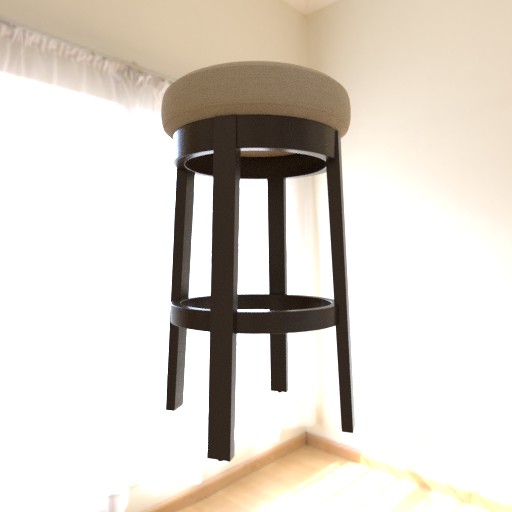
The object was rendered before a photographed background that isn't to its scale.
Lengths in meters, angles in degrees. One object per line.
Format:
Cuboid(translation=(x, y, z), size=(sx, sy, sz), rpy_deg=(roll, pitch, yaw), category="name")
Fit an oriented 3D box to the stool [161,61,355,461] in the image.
Cuboid(translation=(0.000, 0.000, 1.024), size=(0.446, 0.758, 0.446), rpy_deg=(0, 0, 0), category="stool")
